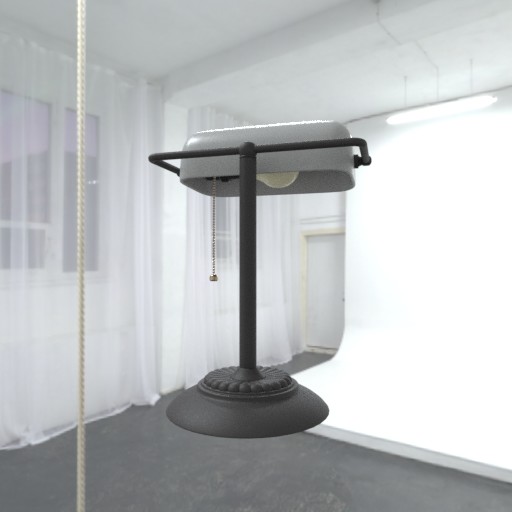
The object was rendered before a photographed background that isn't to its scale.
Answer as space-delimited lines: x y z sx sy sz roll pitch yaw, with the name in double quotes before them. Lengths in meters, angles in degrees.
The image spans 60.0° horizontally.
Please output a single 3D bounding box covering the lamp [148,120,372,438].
"lamp" 0.000 0.000 0.528 0.264 0.339 0.243 0 -1 16
